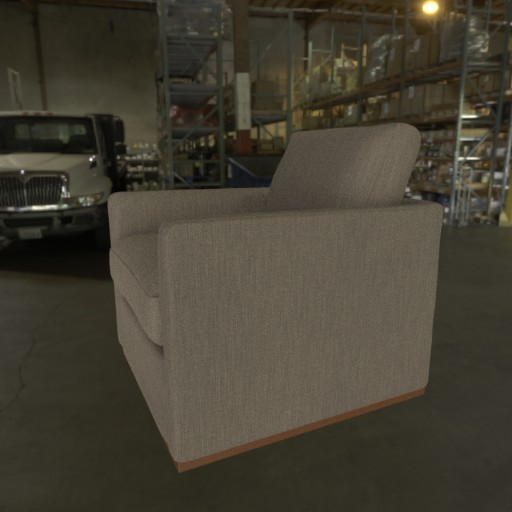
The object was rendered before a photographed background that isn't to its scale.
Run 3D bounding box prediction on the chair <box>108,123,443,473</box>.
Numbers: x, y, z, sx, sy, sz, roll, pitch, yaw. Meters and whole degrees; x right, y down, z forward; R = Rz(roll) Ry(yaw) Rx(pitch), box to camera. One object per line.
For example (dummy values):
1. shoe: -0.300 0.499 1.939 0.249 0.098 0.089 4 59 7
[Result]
1. chair: 0.000 0.000 1.424 0.834 0.811 0.763 -6 15 -25
